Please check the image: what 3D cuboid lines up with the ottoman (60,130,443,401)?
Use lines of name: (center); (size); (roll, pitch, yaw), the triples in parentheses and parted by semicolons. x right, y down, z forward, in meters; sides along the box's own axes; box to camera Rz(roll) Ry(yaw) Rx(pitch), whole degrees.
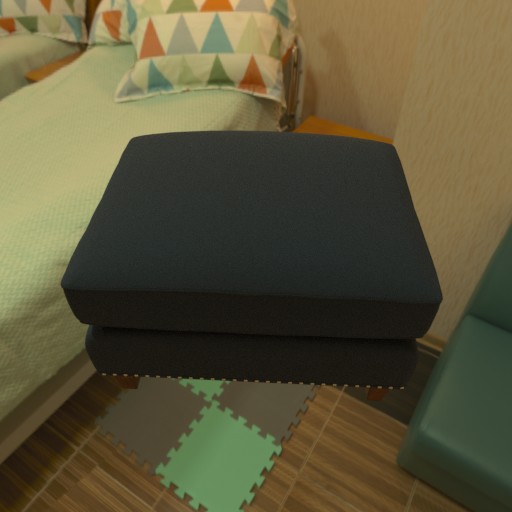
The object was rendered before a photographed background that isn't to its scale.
ottoman: (0.000, 0.000, 1.156); (0.741, 0.513, 0.584); (2, 45, 2)
